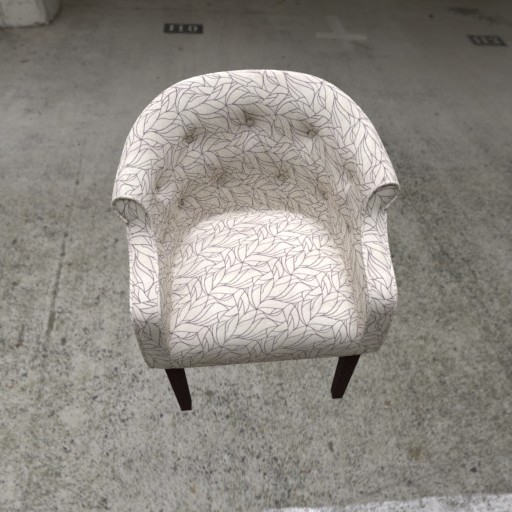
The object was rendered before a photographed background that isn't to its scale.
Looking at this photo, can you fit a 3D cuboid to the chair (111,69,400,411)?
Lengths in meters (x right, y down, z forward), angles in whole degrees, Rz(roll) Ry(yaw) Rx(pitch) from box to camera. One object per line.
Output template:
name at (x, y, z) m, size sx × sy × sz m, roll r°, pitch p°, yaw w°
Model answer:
chair at (0.000, 0.000, 1.294) m, size 0.686 × 0.858 × 0.613 m, roll -4°, pitch 48°, yaw -3°
